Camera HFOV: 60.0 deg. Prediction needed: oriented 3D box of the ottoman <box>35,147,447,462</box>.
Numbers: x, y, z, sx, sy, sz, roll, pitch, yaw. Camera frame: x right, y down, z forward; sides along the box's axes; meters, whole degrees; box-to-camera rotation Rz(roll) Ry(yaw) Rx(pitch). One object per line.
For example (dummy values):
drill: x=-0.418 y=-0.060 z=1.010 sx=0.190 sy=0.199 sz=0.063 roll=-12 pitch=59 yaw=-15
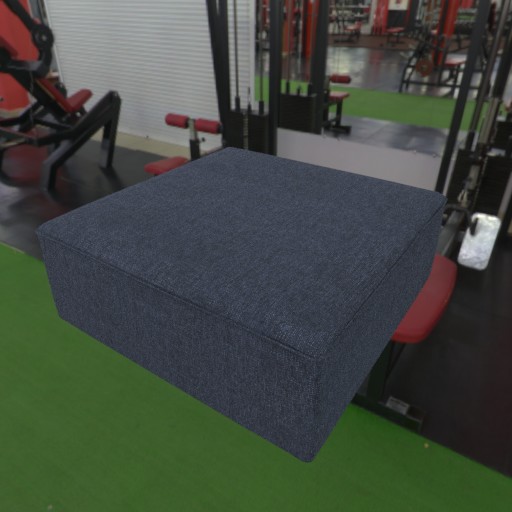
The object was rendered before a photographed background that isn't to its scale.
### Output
ottoman: x=0.000 y=0.000 z=1.566 sx=1.023 sy=0.423 sz=1.017 roll=20 pitch=36 yaw=30
